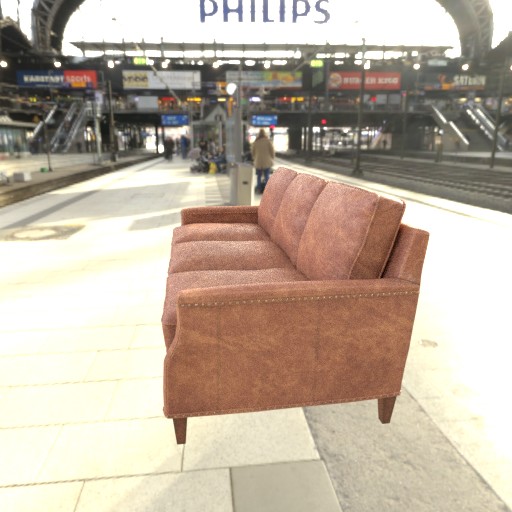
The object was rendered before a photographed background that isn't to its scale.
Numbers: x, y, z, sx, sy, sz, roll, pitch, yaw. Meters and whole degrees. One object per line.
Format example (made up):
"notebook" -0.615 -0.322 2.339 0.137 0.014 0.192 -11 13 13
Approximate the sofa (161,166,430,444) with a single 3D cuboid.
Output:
"sofa" 0.000 0.000 2.782 1.084 1.003 2.246 -2 15 -9
